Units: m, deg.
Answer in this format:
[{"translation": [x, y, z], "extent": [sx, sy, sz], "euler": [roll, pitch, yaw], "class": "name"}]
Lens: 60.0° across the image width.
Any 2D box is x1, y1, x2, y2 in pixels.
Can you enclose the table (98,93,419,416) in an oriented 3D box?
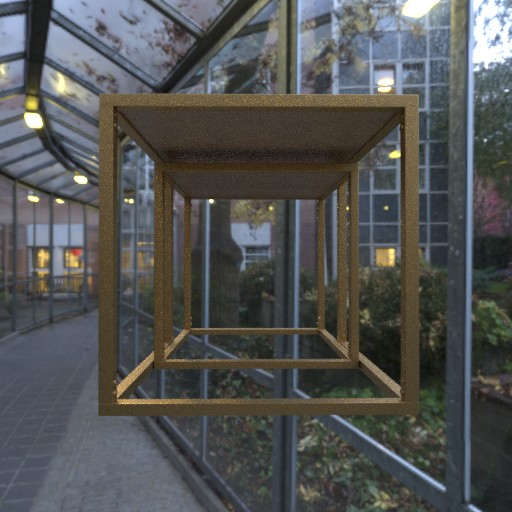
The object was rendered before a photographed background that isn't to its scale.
[{"translation": [0.000, 0.000, 1.074], "extent": [0.505, 0.505, 0.762], "euler": [0, 0, -1], "class": "table"}]
